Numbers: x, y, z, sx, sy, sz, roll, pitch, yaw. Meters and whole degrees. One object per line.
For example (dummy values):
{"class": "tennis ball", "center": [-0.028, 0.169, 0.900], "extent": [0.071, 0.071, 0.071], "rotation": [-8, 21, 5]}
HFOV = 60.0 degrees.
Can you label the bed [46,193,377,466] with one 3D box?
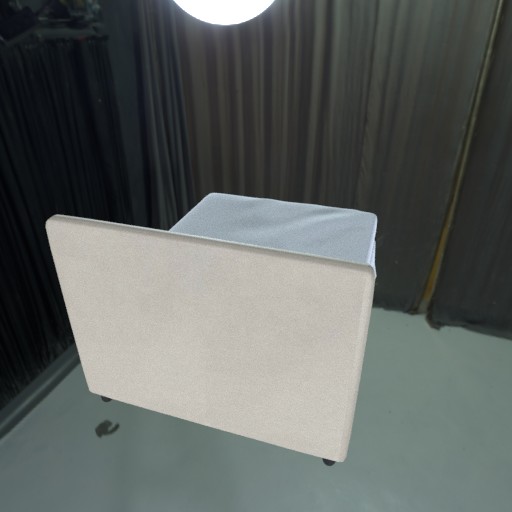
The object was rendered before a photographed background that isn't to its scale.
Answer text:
{"class": "bed", "center": [0.000, 0.000, 3.221], "extent": [1.723, 1.330, 2.142], "rotation": [9, 32, 16]}
